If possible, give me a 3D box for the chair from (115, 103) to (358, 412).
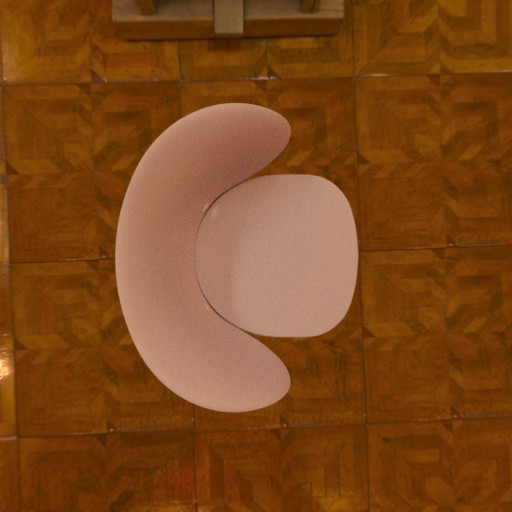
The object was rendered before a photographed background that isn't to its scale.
[{"bbox_3d":[0.000,0.000,0.888,0.402,0.554,0.451,0,91,-1],"label":"chair"}]
